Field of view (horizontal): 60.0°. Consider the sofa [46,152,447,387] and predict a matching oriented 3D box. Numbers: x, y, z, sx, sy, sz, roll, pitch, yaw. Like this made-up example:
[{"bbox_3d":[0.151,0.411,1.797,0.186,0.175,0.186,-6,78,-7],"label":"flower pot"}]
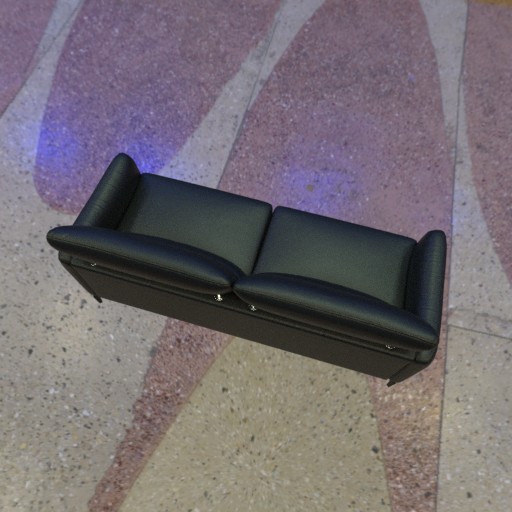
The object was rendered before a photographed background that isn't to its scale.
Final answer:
[{"bbox_3d":[0.000,0.000,2.551,2.069,0.957,0.856,15,65,7],"label":"sofa"}]
